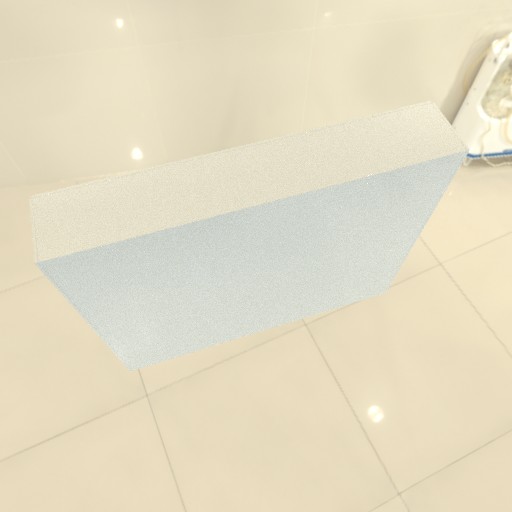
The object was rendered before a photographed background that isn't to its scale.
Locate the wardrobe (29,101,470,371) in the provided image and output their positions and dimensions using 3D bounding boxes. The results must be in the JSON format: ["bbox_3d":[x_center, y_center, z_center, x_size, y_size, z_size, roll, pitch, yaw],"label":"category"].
[{"bbox_3d":[0.000,0.000,4.069,3.000,2.360,0.580,-16,61,-9],"label":"wardrobe"}]
